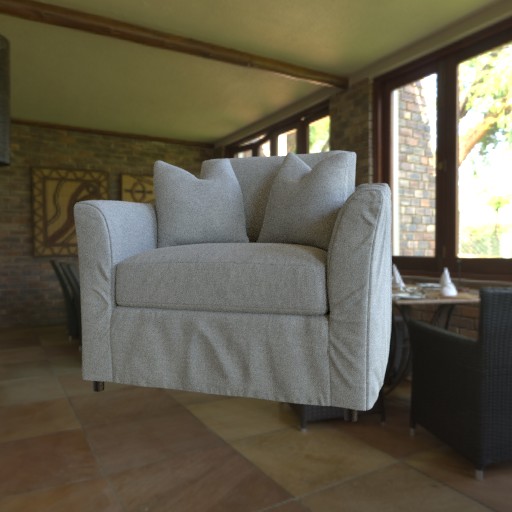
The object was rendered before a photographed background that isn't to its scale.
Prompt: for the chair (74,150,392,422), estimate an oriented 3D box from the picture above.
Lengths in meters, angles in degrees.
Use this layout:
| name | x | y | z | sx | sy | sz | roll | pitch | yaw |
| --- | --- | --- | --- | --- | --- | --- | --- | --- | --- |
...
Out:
| name | x | y | z | sx | sy | sz | roll | pitch | yaw |
| --- | --- | --- | --- | --- | --- | --- | --- | --- | --- |
| chair | 0.000 | 0.000 | 2.062 | 1.194 | 1.059 | 1.071 | 0 | 1 | 18 |
